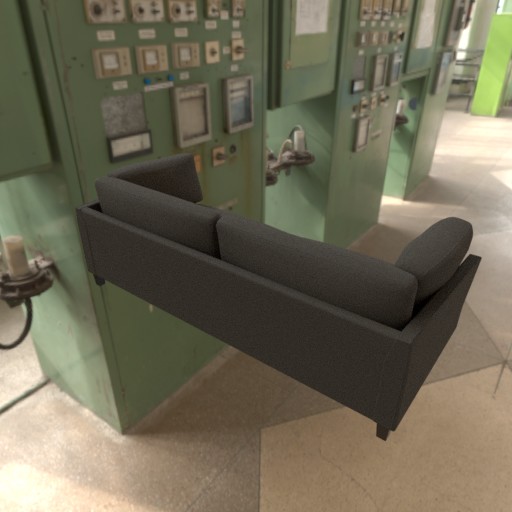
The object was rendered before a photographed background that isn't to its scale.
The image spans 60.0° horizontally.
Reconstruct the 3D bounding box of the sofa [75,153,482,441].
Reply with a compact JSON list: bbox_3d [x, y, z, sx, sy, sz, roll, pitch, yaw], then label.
[{"bbox_3d":[0.000,0.000,2.721,2.312,0.792,0.969,20,35,32],"label":"sofa"}]
